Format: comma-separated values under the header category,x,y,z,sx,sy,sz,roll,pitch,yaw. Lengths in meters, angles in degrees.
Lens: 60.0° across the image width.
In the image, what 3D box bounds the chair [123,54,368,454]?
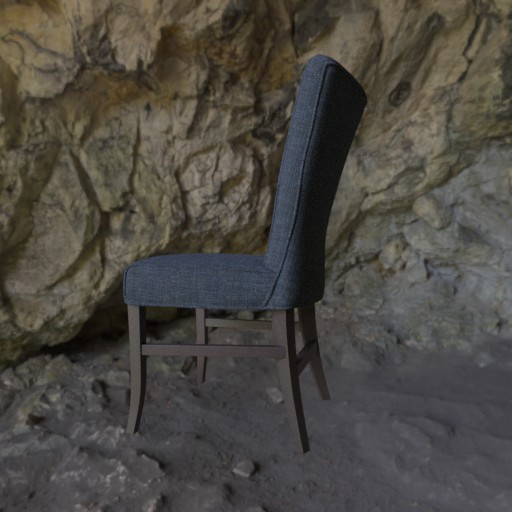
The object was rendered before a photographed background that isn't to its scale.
category,x,y,z,sx,sy,sz,roll,pitch,yaw
chair,0.000,0.000,1.371,0.660,0.991,0.520,1,2,17
